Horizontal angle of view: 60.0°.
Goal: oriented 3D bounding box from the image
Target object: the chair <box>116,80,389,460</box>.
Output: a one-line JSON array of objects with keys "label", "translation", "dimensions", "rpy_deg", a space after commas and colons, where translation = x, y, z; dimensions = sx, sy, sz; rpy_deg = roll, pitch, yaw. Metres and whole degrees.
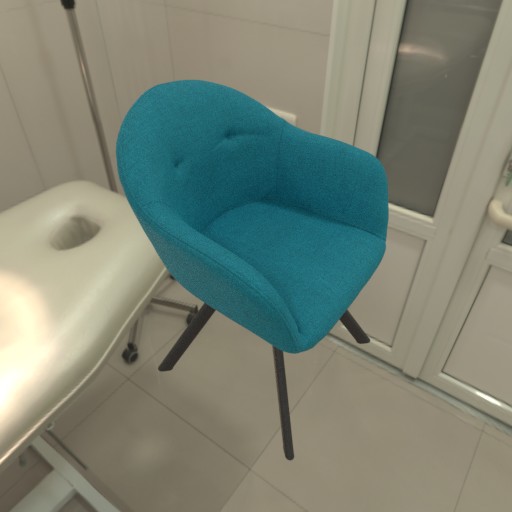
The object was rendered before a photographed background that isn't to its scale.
[{"label": "chair", "translation": [0.000, 0.000, 1.151], "dimensions": [0.565, 0.775, 0.545], "rpy_deg": [25, 47, 26]}]
